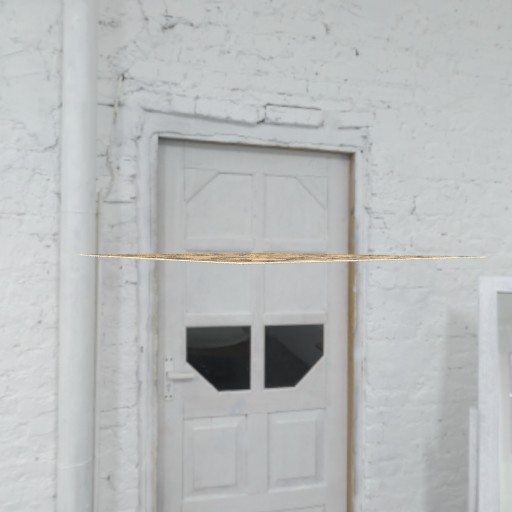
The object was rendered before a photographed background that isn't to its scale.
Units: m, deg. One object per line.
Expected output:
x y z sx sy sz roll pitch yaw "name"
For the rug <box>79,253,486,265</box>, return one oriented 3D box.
0.000 0.000 4.027 2.380 0.008 2.977 -1 1 -36 "rug"
